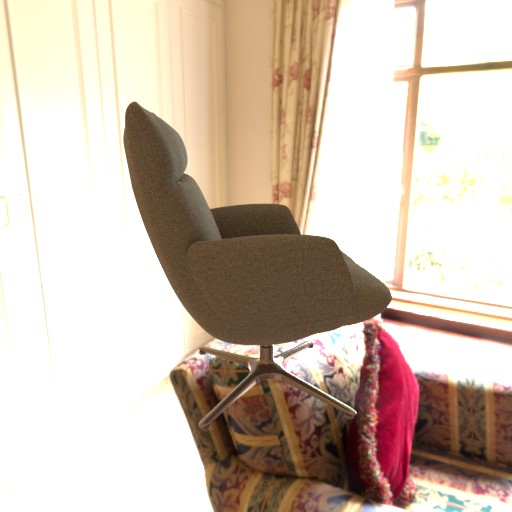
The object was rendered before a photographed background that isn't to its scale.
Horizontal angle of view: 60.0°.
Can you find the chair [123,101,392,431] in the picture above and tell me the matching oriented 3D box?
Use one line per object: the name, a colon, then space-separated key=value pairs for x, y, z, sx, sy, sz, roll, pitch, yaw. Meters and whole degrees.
chair: x=0.000 y=0.000 z=1.559 sx=0.831 sy=0.984 sz=0.702 roll=-2 pitch=15 yaw=-7
